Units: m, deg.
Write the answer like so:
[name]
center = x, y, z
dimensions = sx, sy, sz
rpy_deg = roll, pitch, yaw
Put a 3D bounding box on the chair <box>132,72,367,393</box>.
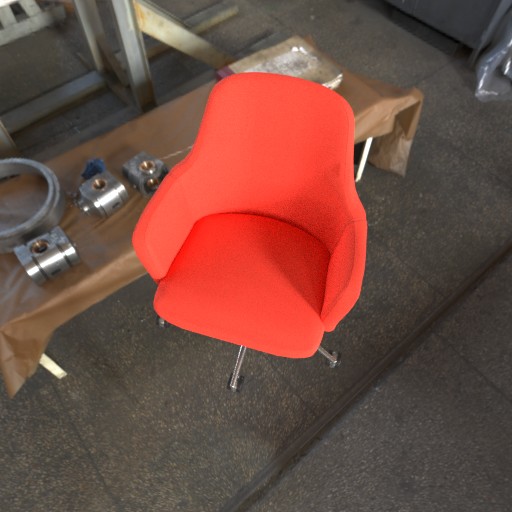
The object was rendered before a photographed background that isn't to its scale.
[chair]
center = 0.000, 0.000, 1.282
dimensions = 0.655, 0.820, 0.600
rpy_deg = 14, 60, 9
